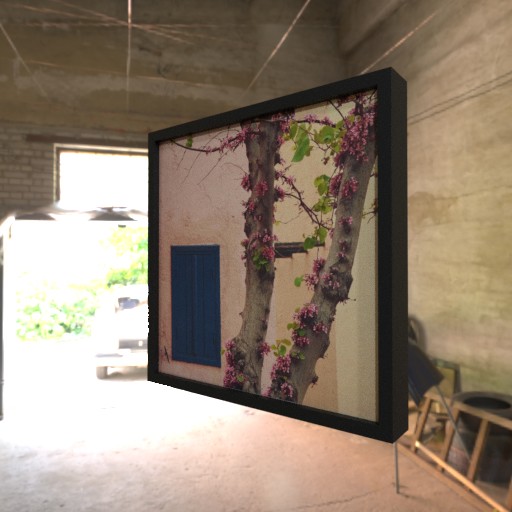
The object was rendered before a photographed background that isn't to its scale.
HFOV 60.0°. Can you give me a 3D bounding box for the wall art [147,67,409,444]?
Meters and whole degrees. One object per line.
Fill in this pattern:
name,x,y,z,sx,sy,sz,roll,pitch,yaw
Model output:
wall art,0.000,0.000,0.464,0.305,0.304,0.038,-1,-1,37
